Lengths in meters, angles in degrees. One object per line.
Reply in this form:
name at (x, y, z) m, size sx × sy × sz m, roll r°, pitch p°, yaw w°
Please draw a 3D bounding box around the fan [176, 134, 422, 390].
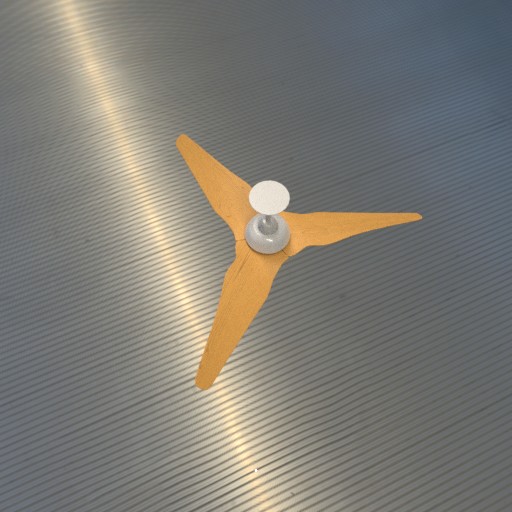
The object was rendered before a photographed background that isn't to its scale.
fan at (0.000, 0.000, 1.663) m, size 1.142 × 0.355 × 1.010 m, roll 19°, pitch 66°, yaw 9°
